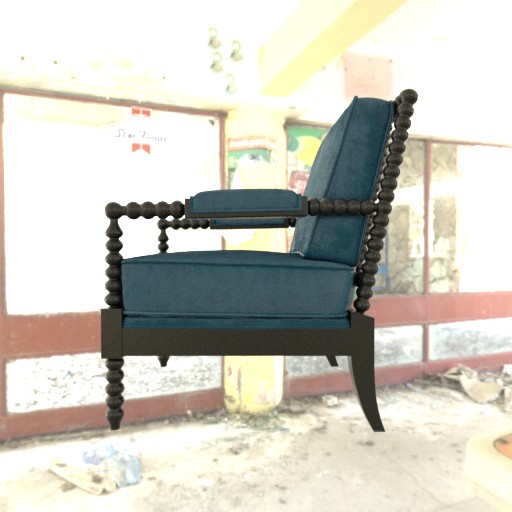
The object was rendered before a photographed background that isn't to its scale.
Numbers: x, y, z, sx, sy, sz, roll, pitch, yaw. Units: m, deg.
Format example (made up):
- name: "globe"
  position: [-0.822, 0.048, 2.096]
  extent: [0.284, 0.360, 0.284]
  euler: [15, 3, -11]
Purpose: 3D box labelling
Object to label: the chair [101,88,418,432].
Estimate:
- name: "chair"
  position: [0.000, 0.000, 1.405]
  extent: [0.805, 0.857, 0.688]
  euler: [0, 1, 0]
